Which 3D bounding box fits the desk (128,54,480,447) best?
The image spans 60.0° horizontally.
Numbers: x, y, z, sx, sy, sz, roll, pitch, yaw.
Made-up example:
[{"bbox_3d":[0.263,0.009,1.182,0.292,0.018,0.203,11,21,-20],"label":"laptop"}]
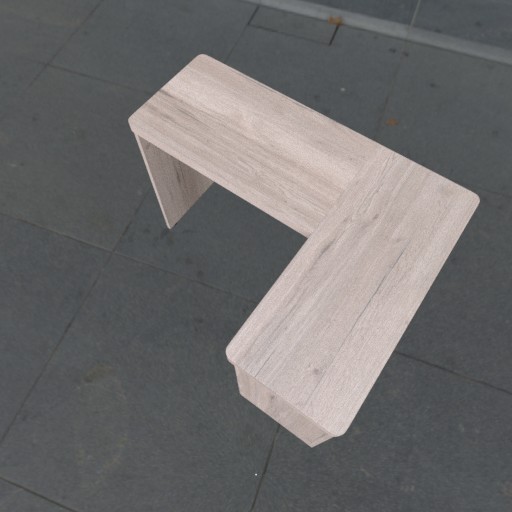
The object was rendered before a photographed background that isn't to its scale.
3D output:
[{"bbox_3d":[0.000,0.000,1.771,1.169,0.760,0.900,33,68,15],"label":"desk"}]
